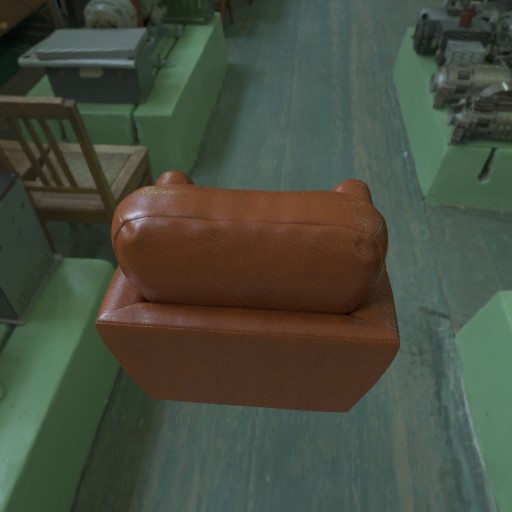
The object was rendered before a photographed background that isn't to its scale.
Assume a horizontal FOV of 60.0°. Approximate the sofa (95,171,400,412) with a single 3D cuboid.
[{"bbox_3d":[0.000,0.000,1.513,0.836,0.876,0.789,3,47,3],"label":"sofa"}]
